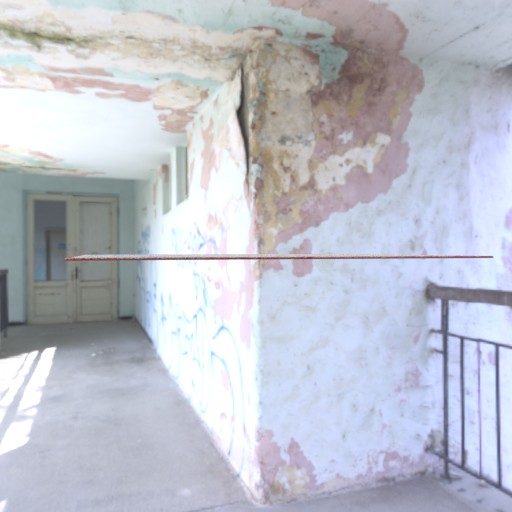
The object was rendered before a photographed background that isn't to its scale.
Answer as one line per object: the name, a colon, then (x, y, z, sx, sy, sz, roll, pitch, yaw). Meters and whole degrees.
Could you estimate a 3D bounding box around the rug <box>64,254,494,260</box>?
rug: (0.000, 0.000, 4.080, 3.050, 0.016, 2.441, 0, 1, -19)
